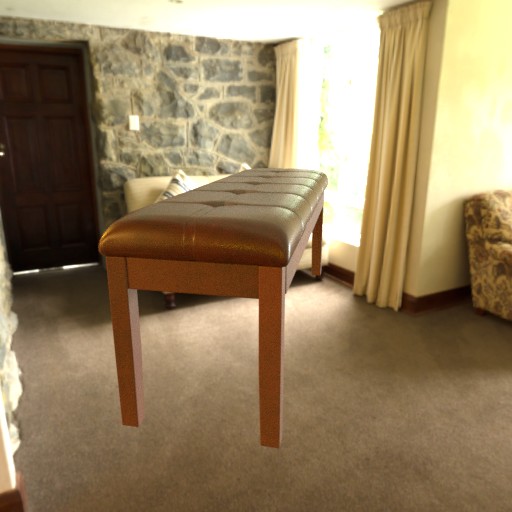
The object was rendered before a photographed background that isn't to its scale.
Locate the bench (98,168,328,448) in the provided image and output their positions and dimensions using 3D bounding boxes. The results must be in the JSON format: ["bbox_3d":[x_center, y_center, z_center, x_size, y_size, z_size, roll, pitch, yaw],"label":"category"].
[{"bbox_3d":[0.000,0.000,1.491,0.401,0.491,1.259,3,16,12],"label":"bench"}]
